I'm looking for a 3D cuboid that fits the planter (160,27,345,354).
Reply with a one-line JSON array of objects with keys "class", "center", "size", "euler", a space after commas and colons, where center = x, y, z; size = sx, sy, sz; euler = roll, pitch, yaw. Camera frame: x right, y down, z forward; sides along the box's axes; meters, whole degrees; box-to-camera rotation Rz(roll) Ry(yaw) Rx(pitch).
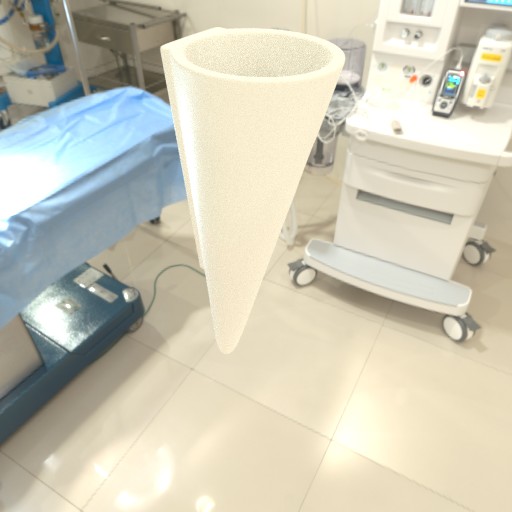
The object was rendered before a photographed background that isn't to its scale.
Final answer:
[{"class": "planter", "center": [0.000, 0.000, 0.220], "size": [0.064, 0.193, 0.057], "euler": [26, 47, 26]}]
